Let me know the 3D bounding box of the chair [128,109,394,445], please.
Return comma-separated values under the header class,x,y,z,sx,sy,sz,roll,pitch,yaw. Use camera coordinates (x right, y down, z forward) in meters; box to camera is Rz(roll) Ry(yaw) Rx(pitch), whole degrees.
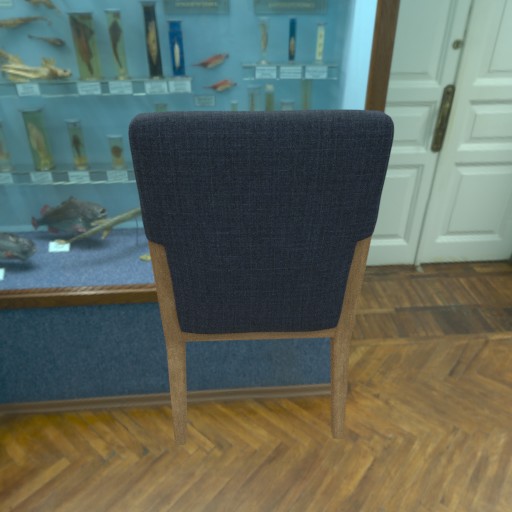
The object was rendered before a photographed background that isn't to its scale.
class,x,y,z,sx,sy,sz,roll,pitch,yaw
chair,0.000,0.000,1.250,0.507,0.911,0.586,-1,31,-2
